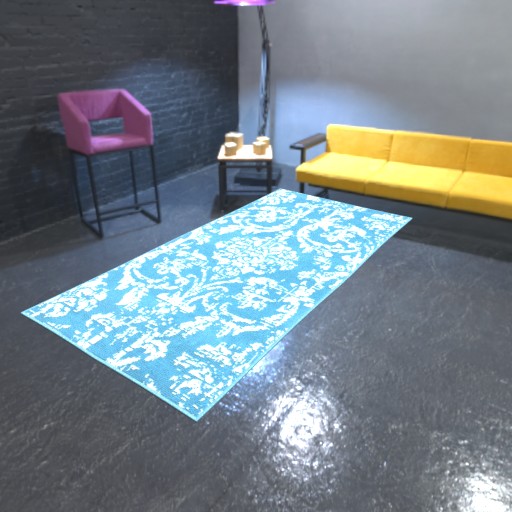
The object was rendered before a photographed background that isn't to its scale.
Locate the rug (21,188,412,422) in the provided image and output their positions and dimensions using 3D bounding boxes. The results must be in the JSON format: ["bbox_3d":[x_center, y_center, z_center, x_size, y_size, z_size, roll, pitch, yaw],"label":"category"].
[{"bbox_3d":[0.000,0.000,1.412,0.604,0.007,1.219,18,32,31],"label":"rug"}]
